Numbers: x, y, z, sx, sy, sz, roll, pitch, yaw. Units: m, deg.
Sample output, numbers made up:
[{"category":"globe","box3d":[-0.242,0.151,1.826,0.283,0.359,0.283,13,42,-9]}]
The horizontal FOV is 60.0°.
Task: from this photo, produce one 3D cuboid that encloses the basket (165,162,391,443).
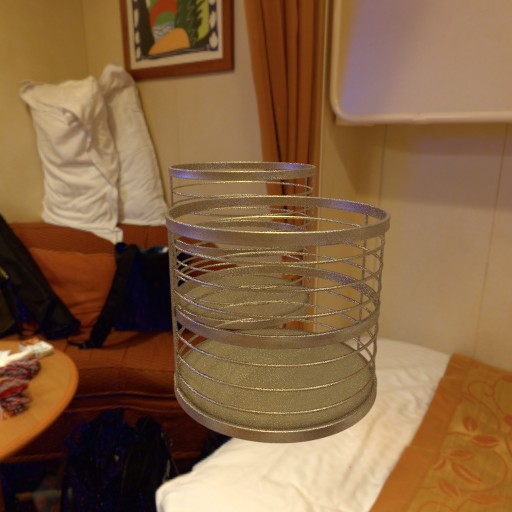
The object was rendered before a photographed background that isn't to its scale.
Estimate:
[{"category":"basket","box3d":[0.000,0.000,0.938,0.356,0.351,0.746,-3,15,-10]}]
